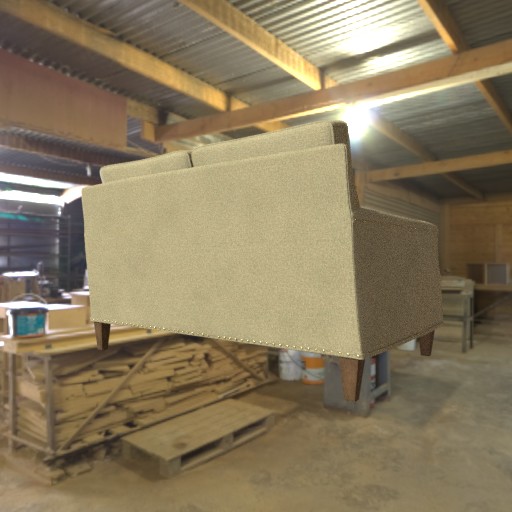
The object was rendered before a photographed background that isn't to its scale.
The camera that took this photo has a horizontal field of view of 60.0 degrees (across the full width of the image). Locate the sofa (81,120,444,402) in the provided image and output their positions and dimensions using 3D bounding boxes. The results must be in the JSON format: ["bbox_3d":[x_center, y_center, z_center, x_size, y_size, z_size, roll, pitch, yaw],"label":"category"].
[{"bbox_3d":[0.000,0.000,2.287,1.597,1.003,1.084,0,-1,37],"label":"sofa"}]
